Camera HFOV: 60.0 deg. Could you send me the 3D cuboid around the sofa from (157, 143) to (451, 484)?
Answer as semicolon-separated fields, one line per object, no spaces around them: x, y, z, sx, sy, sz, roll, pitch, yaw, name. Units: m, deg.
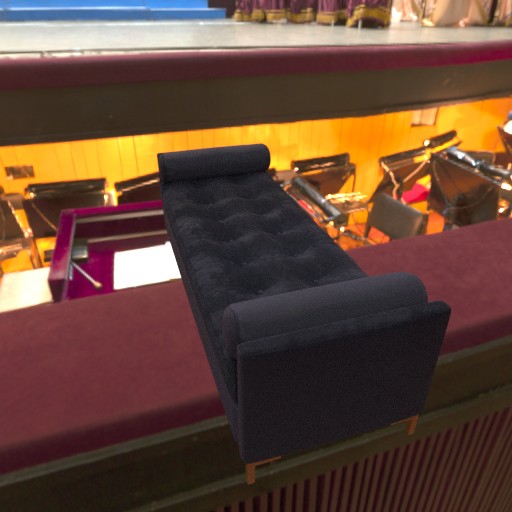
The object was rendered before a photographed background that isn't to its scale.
0.000;0.000;2.433;0.796;0.705;2.102;-9;32;-15;sofa
